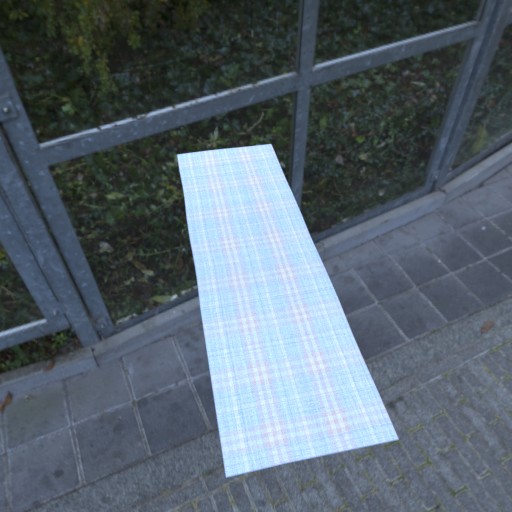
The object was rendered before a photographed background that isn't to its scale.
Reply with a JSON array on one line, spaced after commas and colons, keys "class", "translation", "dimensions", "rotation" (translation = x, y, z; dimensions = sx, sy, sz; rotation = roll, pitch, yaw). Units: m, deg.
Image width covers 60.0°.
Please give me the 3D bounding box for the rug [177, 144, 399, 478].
[{"class": "rug", "translation": [0.000, 0.000, 2.707], "dimensions": [0.762, 0.013, 2.439], "rotation": [-8, 46, -8]}]
